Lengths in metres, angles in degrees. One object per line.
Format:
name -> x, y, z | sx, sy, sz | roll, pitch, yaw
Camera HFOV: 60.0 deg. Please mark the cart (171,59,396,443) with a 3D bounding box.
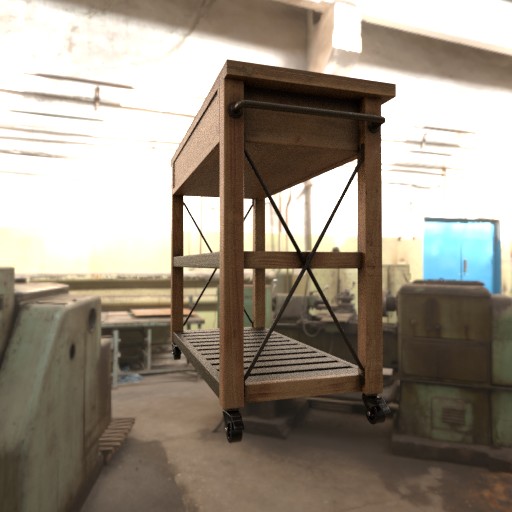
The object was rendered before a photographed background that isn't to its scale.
cart -> 0.000, 0.000, 0.985 | 0.298, 0.554, 0.686 | 0, -1, -18
